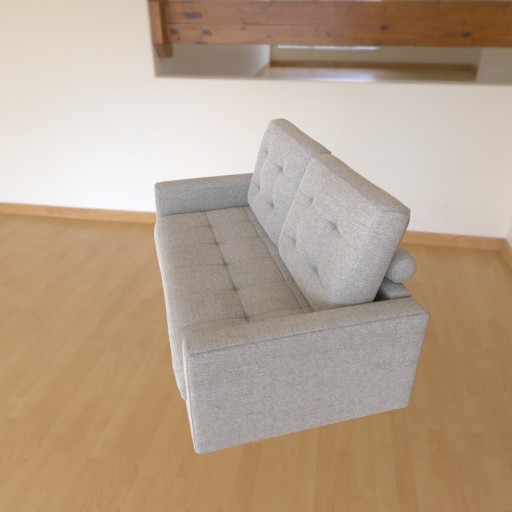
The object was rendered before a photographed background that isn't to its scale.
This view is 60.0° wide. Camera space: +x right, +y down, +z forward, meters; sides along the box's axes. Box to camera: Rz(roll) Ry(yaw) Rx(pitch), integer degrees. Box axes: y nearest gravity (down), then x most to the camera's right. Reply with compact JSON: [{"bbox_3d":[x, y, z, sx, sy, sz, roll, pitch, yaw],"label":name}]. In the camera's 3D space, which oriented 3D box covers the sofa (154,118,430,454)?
[{"bbox_3d":[0.000,0.000,1.955,0.842,0.907,1.407,-8,31,-13],"label":"sofa"}]
